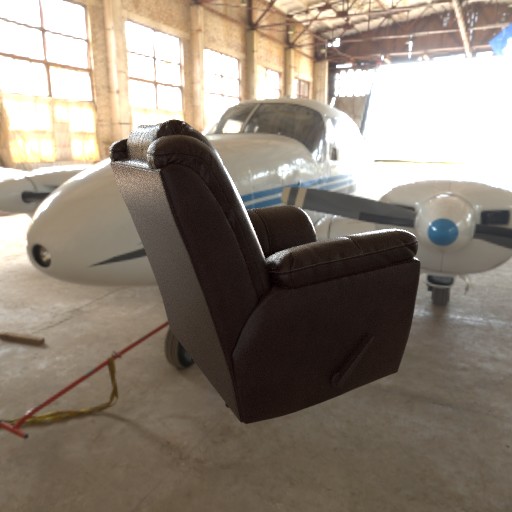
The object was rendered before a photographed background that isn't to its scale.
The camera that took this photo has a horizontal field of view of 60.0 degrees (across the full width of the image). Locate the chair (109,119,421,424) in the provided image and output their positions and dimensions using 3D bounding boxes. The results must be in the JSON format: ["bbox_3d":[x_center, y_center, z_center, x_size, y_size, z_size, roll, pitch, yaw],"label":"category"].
[{"bbox_3d":[0.000,0.000,1.917,1.041,1.093,0.990,-7,15,-25],"label":"chair"}]
